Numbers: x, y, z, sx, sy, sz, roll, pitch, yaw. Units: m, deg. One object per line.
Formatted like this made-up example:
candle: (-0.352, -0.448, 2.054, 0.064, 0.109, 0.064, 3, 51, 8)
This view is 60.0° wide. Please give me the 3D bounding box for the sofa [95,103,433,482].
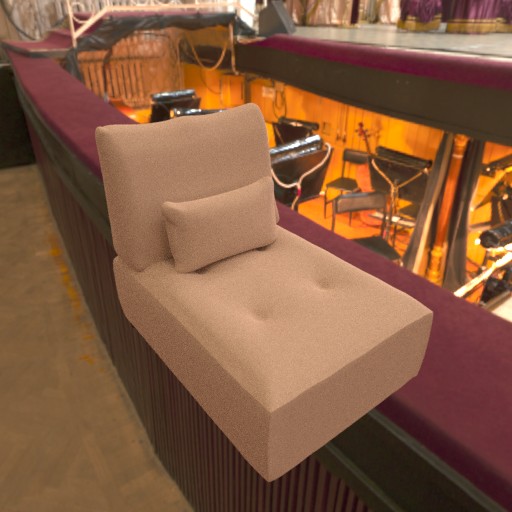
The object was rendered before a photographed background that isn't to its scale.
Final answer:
sofa: (0.000, 0.000, 1.541, 0.700, 0.820, 1.000, -21, 36, -32)
